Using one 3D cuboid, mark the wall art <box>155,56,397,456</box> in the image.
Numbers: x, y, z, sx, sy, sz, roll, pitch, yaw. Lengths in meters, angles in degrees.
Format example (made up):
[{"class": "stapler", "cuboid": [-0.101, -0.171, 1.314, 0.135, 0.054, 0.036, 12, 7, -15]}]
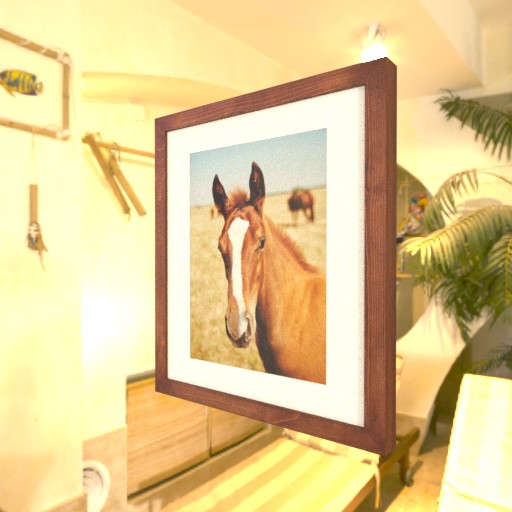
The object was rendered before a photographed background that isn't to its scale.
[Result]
[{"class": "wall art", "cuboid": [0.000, 0.000, 0.532, 0.330, 0.381, 0.030, 0, 1, 37]}]
